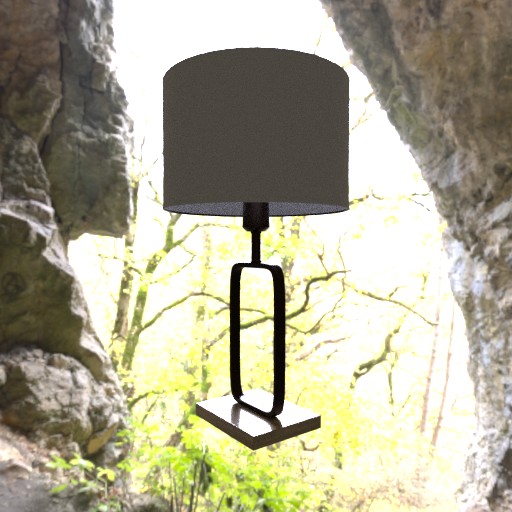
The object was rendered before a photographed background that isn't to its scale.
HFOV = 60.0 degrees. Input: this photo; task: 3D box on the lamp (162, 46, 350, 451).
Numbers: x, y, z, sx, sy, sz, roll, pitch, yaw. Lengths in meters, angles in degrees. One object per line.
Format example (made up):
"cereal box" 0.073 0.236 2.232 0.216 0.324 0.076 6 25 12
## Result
"lamp" 0.000 0.000 0.676 0.279 0.508 0.279 -1 1 -37
